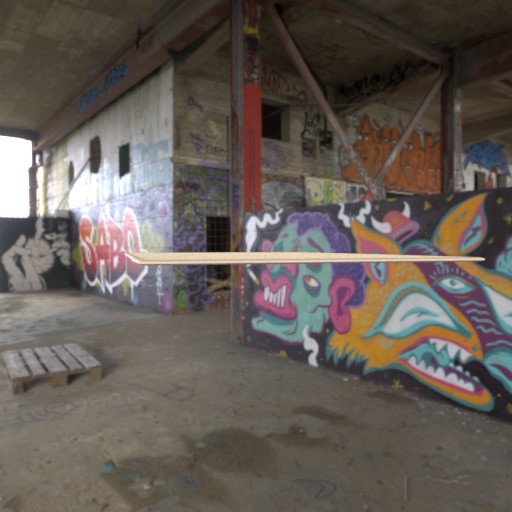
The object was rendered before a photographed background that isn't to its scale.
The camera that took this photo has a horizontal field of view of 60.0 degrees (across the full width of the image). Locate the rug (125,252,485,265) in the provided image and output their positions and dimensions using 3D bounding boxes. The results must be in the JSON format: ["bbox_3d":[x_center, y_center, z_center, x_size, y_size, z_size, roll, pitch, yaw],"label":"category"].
[{"bbox_3d":[0.000,0.000,2.750,1.525,0.020,2.081,0,1,-18],"label":"rug"}]
